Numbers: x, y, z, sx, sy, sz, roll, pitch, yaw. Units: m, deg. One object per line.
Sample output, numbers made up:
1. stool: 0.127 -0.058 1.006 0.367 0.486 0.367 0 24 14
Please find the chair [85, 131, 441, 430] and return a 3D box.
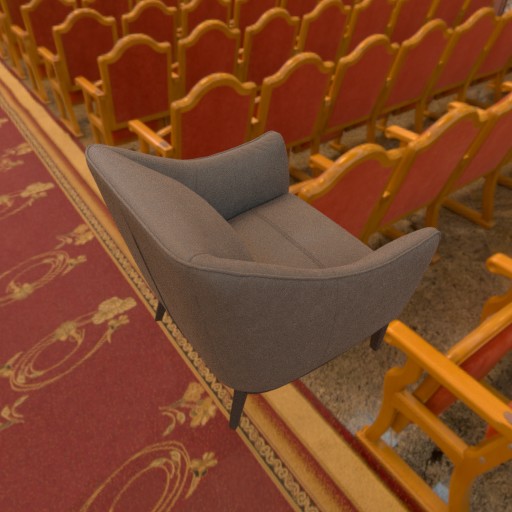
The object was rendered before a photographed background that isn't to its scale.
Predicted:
1. chair: 0.000 0.000 1.565 0.852 0.830 0.871 -25 47 -26
